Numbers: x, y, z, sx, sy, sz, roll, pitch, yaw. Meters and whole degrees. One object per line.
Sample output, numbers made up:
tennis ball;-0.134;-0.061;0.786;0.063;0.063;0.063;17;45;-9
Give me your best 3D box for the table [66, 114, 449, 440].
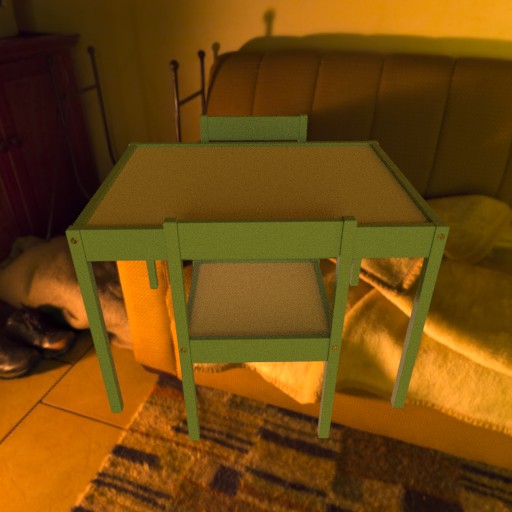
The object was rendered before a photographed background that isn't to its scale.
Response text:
table;0.000;0.000;1.048;0.639;0.503;0.633;-1;32;-1
